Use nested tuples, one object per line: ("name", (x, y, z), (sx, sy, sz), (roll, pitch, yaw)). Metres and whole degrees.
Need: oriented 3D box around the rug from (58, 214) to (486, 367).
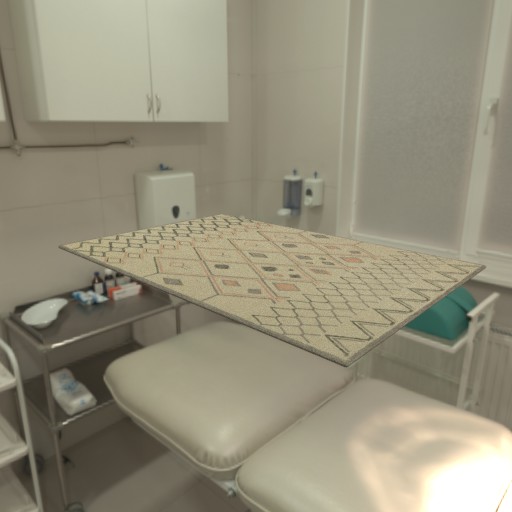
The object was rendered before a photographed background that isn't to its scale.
("rug", (0.000, 0.000, 2.255), (1.829, 0.016, 1.219), (15, 22, 41))
